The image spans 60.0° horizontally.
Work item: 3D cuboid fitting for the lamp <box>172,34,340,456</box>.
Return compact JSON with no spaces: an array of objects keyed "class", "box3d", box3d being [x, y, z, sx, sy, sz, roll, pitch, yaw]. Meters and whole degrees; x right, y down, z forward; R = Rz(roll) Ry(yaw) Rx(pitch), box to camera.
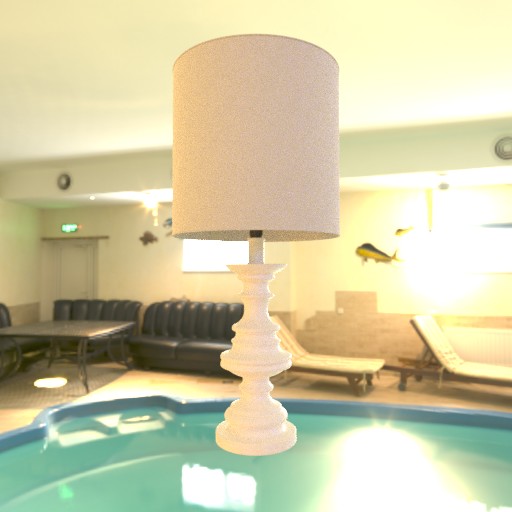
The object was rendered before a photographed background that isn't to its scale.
[{"class":"lamp","box3d":[0.000,0.000,0.557,0.208,0.455,0.208,0,-2,-1]}]
